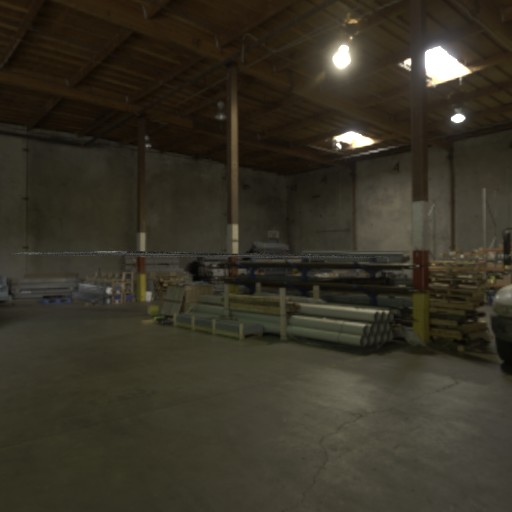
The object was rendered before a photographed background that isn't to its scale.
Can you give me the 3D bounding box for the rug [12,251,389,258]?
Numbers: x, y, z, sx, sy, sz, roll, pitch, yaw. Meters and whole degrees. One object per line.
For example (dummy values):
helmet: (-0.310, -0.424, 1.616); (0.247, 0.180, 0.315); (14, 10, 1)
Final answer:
rug: (0.000, 0.000, 2.607); (0.760, 0.012, 2.434); (0, -1, 36)
